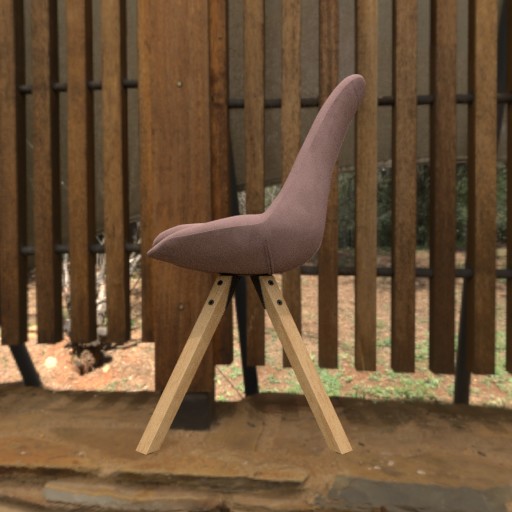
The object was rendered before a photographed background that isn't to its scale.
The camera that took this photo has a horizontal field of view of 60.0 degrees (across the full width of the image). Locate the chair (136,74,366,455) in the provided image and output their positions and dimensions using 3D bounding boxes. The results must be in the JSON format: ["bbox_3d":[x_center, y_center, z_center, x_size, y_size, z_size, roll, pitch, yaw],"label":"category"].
[{"bbox_3d":[0.000,0.000,1.157,0.550,0.850,0.485,0,1,0],"label":"chair"}]
